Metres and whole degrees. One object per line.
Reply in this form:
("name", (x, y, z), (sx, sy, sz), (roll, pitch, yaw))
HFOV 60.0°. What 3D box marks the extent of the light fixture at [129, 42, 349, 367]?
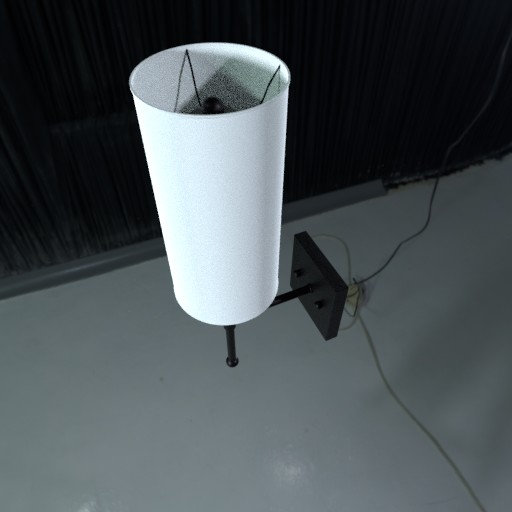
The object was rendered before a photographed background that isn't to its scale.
("light fixture", (0.000, 0.000, 0.535), (0.208, 0.462, 0.128), (-18, 50, -16))
